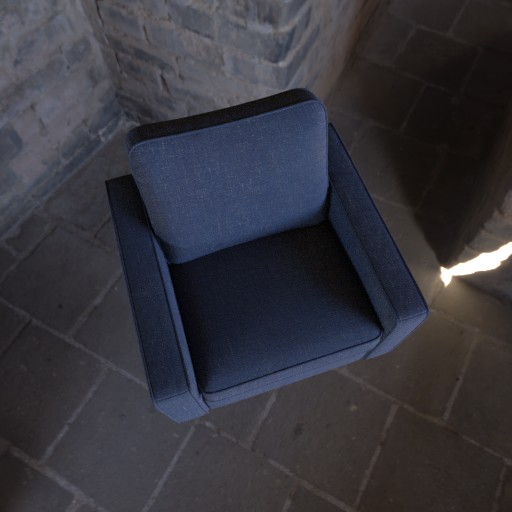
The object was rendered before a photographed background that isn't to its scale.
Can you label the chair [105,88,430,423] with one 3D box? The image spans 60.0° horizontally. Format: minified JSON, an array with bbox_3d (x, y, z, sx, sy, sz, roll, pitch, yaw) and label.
[{"bbox_3d":[0.000,0.000,1.752,1.017,0.919,0.940,-16,65,-8],"label":"chair"}]
